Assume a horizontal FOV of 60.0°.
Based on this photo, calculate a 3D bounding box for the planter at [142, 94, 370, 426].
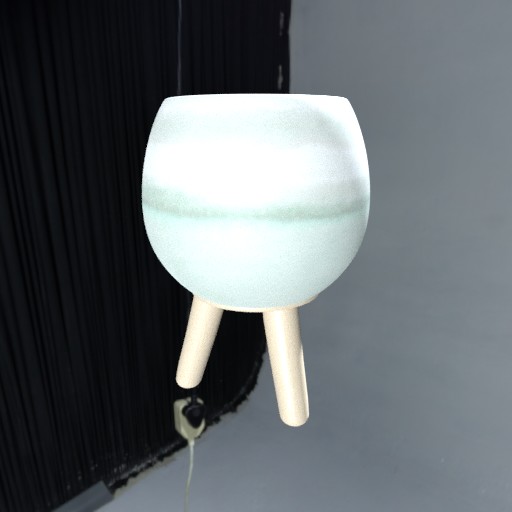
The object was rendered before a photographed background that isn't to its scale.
[{"bbox_3d":[0.000,0.000,0.336,0.161,0.224,0.161,0,17,0],"label":"planter"}]
